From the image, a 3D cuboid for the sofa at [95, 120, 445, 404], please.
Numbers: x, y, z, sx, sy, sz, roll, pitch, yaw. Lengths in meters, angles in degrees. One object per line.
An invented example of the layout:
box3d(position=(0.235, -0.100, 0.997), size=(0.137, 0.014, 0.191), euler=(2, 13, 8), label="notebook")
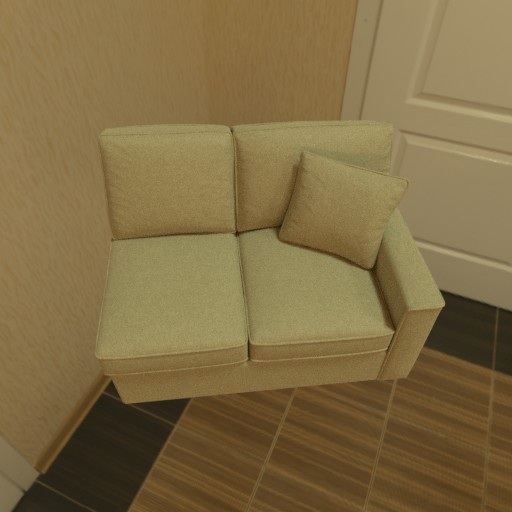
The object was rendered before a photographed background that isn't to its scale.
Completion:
box3d(position=(0.000, 0.000, 2.092), size=(1.388, 0.989, 0.991), euler=(-4, 47, -4), label="sofa")
